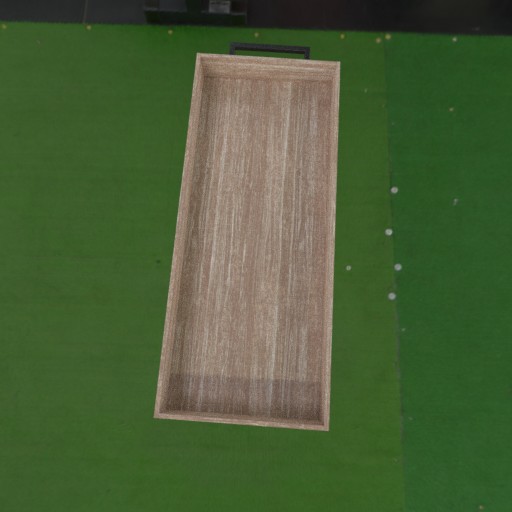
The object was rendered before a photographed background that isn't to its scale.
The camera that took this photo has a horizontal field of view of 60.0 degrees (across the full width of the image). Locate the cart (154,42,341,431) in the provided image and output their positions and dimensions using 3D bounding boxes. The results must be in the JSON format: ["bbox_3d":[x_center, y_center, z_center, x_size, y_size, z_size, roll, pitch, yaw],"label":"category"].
[{"bbox_3d":[0.000,0.000,1.499,0.500,0.787,1.101,4,76,1],"label":"cart"}]
